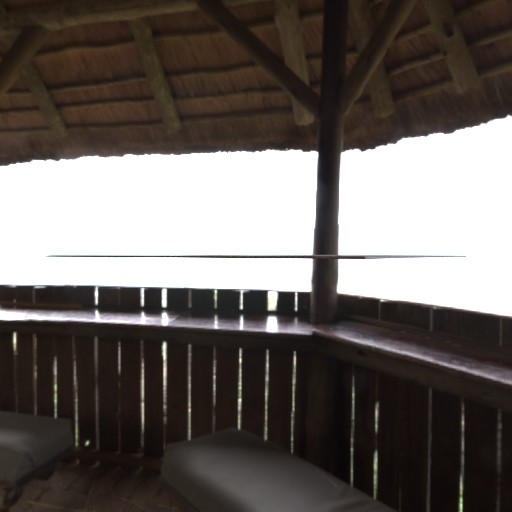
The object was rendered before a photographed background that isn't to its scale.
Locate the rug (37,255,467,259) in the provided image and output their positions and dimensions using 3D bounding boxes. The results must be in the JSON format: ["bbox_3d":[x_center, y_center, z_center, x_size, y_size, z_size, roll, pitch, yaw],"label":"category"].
[{"bbox_3d":[0.000,0.000,4.007,3.055,0.021,2.410,0,0,36],"label":"rug"}]
